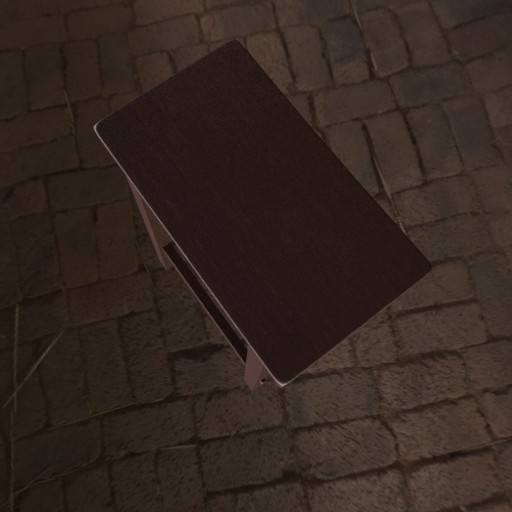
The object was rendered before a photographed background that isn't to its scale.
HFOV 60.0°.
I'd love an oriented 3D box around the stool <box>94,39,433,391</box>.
[{"bbox_3d":[0.000,0.000,0.841,0.322,0.610,0.406,-36,78,-9],"label":"stool"}]
